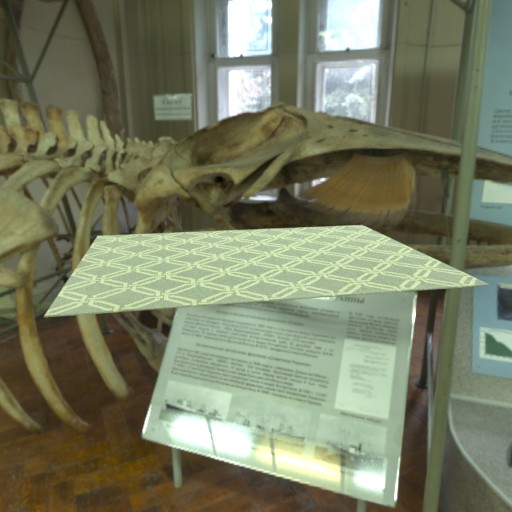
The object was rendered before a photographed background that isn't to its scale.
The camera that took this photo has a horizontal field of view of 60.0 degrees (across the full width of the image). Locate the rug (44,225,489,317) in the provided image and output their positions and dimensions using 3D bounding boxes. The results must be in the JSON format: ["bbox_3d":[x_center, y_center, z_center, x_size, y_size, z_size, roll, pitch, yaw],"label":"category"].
[{"bbox_3d":[0.000,0.000,4.412,3.353,0.013,2.438,-3,16,-11],"label":"rug"}]
